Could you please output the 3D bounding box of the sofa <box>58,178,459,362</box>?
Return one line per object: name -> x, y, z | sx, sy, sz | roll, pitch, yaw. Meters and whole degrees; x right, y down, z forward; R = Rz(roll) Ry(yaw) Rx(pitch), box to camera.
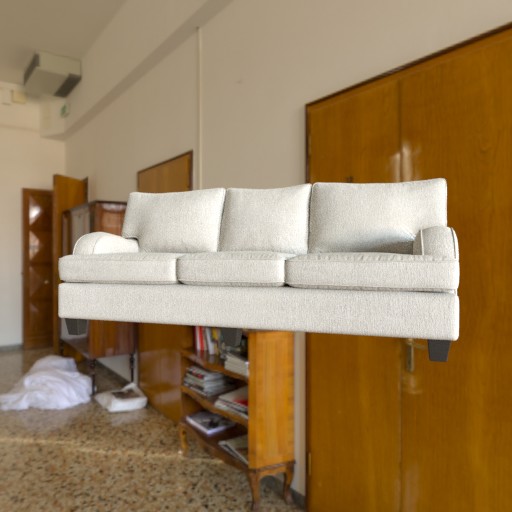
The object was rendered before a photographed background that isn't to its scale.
sofa -> 0.000, 0.000, 2.851 | 2.323, 0.991, 1.016 | 0, 0, 19
